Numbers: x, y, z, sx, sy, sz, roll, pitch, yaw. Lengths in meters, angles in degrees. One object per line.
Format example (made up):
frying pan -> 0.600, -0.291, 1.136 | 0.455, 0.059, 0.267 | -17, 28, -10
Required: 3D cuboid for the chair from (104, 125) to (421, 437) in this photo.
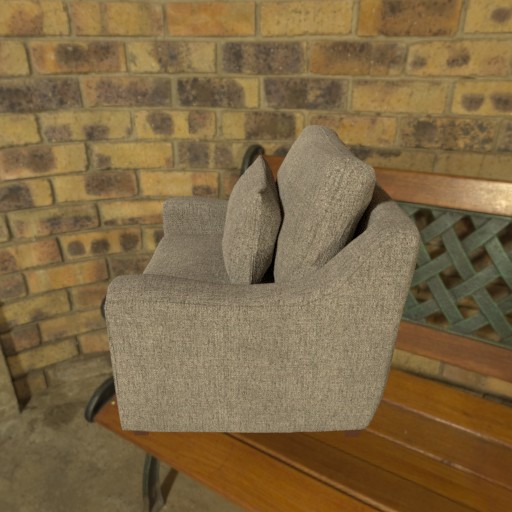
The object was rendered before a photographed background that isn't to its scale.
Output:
chair -> 0.000, 0.000, 1.949 | 1.009, 1.037, 1.138 | 0, 24, 1
